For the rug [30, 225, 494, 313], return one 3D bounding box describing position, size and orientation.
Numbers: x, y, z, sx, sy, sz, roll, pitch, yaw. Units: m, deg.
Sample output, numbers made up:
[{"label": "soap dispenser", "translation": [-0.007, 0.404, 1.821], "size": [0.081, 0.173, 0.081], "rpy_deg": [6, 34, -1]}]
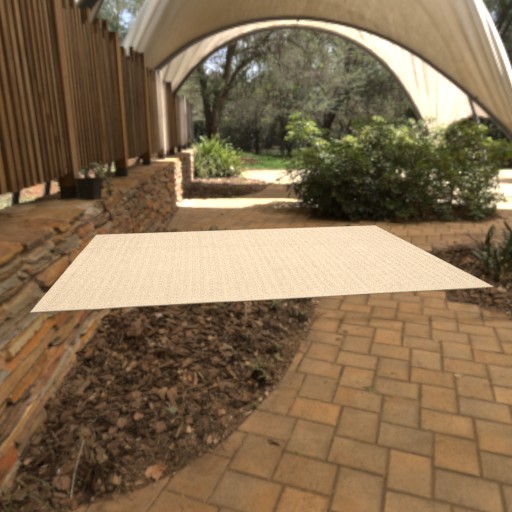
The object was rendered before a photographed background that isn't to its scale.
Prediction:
[{"label": "rug", "translation": [0.000, 0.000, 2.882], "size": [2.289, 0.006, 1.523], "rpy_deg": [-2, 16, -8]}]
